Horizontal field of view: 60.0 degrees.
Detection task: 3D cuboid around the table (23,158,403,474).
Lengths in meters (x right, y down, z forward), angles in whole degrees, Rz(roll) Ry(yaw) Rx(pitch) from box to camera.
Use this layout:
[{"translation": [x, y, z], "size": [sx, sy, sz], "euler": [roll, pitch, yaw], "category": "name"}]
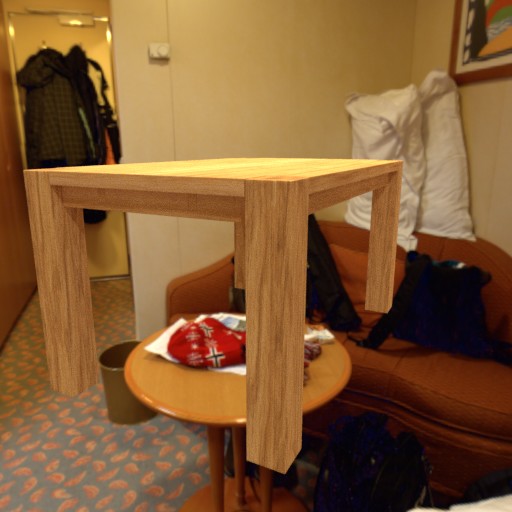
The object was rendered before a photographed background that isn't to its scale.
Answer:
[{"translation": [0.000, 0.000, 1.866], "size": [0.900, 0.760, 1.400], "euler": [7, 16, 27], "category": "table"}]
